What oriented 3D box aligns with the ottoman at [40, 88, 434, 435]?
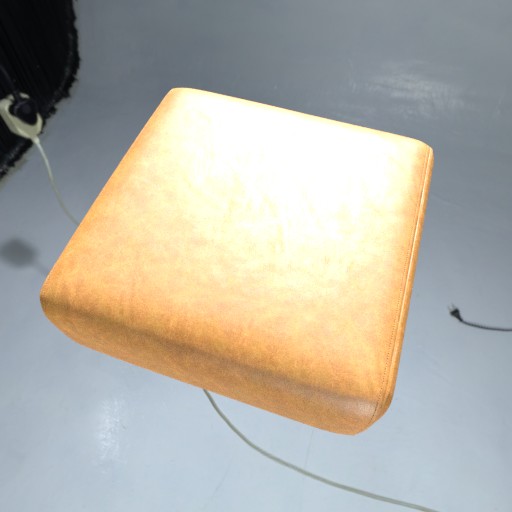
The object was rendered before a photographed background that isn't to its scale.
[{"bbox_3d":[0.000,0.000,1.026,0.650,0.399,0.650,16,60,9],"label":"ottoman"}]
